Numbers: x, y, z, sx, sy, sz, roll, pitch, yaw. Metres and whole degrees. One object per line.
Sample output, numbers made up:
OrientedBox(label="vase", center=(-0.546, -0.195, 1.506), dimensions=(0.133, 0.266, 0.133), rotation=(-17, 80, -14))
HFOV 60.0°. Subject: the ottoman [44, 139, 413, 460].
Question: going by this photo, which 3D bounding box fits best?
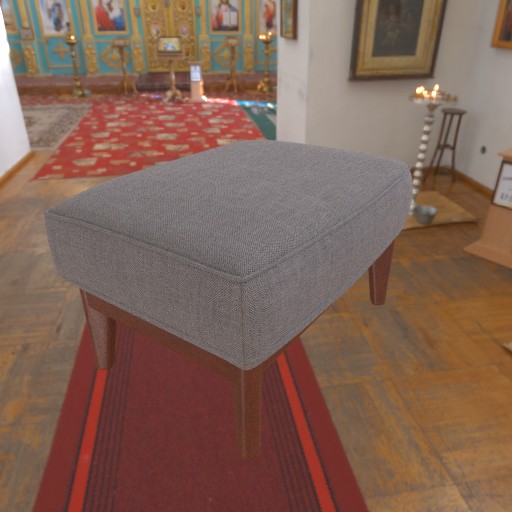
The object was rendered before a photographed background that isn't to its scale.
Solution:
OrientedBox(label="ottoman", center=(0.000, 0.000, 1.086), dimensions=(0.555, 0.458, 0.750), rotation=(18, 32, 31))
